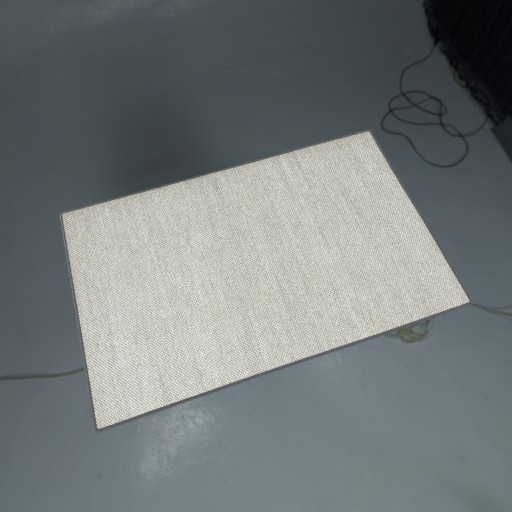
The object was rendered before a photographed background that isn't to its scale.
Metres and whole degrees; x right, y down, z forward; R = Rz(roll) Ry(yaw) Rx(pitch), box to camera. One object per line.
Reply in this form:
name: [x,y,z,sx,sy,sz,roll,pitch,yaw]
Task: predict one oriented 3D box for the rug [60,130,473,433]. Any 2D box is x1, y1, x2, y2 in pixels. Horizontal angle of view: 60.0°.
rug: [0.000,0.000,2.064,1.676,0.013,1.067,-17,64,-8]
